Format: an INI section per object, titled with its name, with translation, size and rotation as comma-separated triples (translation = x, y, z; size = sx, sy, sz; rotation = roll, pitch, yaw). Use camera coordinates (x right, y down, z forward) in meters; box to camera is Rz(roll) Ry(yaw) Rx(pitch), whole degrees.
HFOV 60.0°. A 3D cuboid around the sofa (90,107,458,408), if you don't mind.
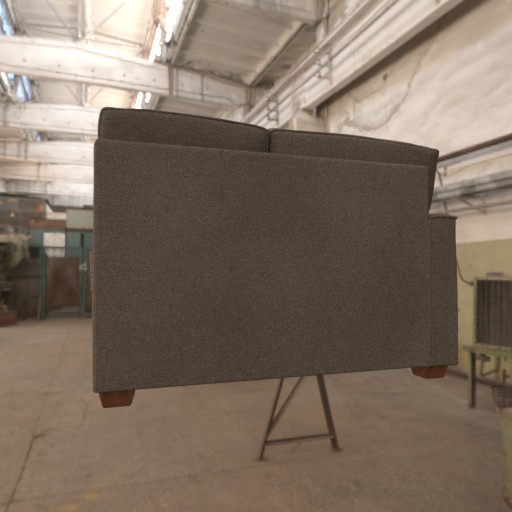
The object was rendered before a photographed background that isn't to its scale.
[sofa]
translation = 0.000, 0.000, 2.000
size = 1.388, 0.989, 0.991
rotation = 1, -2, -18
